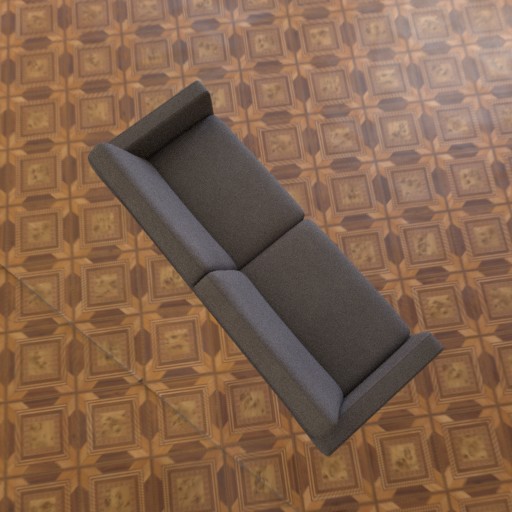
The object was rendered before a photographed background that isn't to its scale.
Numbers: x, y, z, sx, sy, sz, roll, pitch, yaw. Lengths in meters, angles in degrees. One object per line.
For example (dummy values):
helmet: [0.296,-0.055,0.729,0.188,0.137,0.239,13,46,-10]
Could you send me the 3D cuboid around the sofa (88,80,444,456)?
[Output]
sofa: [0.000,0.000,2.386,0.774,0.828,1.925,-39,79,-9]
